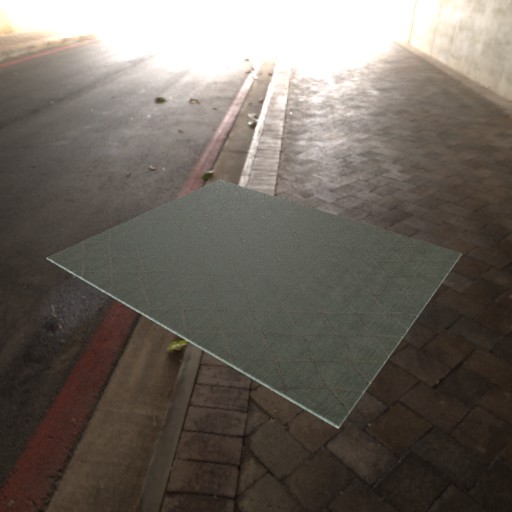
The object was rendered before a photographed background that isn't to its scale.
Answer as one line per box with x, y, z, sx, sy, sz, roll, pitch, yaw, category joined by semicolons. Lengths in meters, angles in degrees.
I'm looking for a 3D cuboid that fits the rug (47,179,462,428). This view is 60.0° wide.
0.000;0.000;4.139;3.039;0.019;2.420;22;38;31;rug
